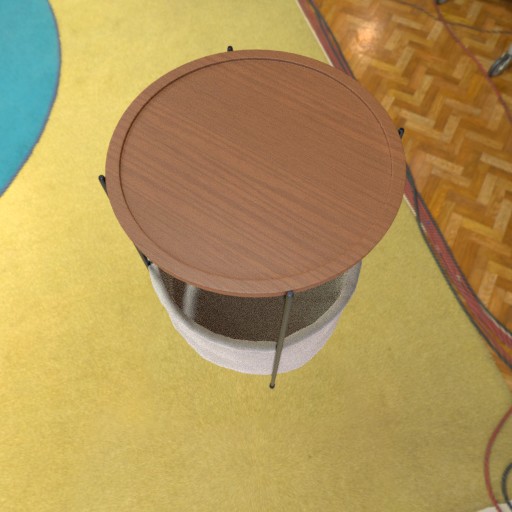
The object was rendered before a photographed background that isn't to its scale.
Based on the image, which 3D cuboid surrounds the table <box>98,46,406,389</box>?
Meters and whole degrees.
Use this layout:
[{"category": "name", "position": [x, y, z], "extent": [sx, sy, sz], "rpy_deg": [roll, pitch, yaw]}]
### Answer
[{"category": "table", "position": [0.000, 0.000, 0.853], "extent": [0.393, 0.623, 0.393], "rpy_deg": [31, 68, 14]}]
